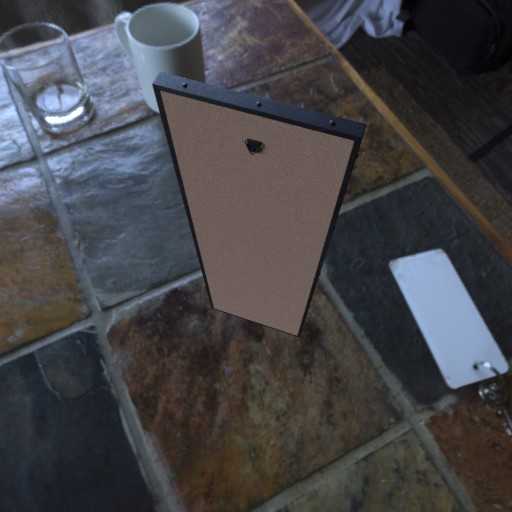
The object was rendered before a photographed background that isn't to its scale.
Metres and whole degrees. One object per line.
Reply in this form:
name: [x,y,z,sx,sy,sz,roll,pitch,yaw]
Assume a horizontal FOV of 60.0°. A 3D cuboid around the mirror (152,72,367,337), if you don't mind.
mirror: [0.000,0.000,1.181,0.354,1.080,0.042,17,65,8]
